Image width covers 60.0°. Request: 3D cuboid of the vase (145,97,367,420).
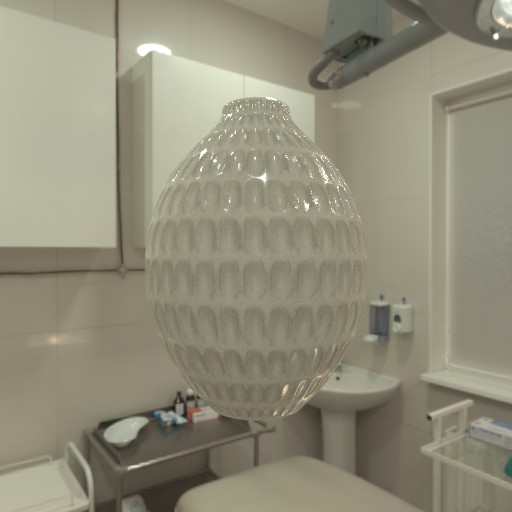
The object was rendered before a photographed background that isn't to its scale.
[{"bbox_3d":[0.000,0.000,0.332,0.162,0.223,0.162,0,1,0],"label":"vase"}]
